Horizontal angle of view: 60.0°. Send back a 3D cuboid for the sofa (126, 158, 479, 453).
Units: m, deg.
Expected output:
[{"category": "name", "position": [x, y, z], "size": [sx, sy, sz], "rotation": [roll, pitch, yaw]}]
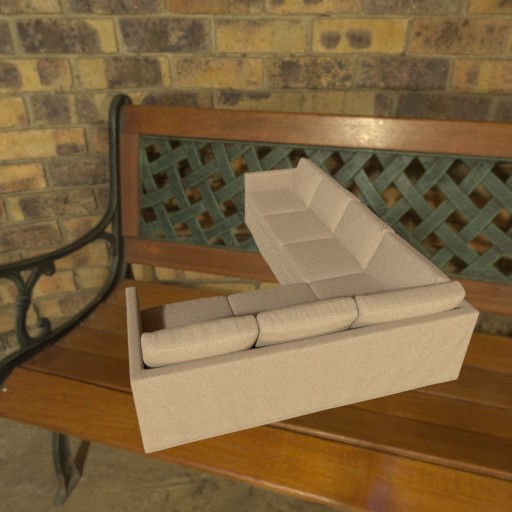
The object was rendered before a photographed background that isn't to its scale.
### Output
[{"category": "sofa", "position": [0.000, 0.000, 4.286], "size": [2.432, 0.871, 3.182], "rotation": [-8, 32, -13]}]
